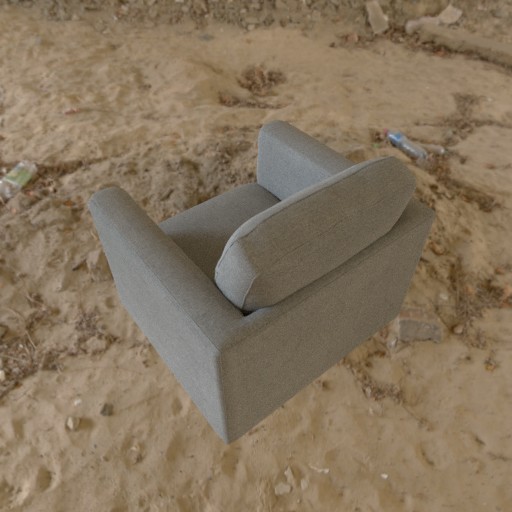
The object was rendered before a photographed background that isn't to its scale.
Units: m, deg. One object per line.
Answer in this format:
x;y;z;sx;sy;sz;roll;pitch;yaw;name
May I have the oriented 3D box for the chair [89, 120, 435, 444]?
0.000;0.000;1.594;0.855;0.927;0.800;-29;53;-25;chair
